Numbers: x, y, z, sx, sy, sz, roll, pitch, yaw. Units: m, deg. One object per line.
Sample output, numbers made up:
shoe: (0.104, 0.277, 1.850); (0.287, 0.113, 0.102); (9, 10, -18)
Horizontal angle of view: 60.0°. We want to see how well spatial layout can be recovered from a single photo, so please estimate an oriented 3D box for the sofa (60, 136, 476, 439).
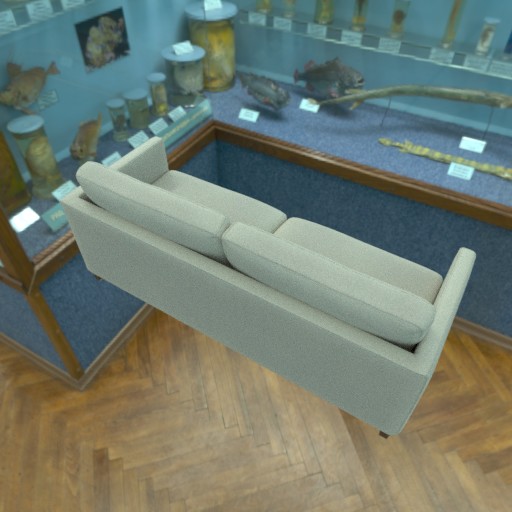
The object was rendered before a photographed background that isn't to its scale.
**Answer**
sofa: (0.000, 0.000, 2.811); (2.361, 0.968, 0.951); (24, 50, 22)
